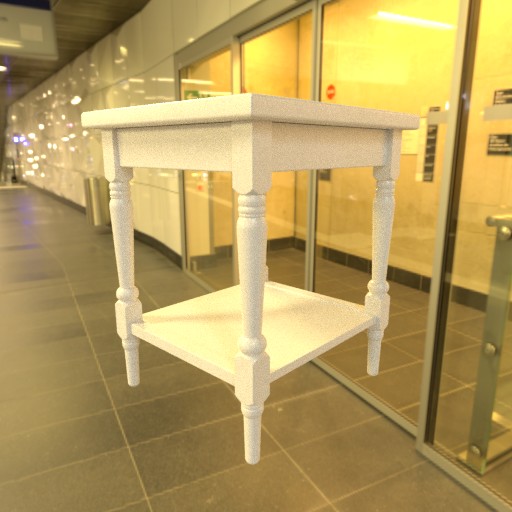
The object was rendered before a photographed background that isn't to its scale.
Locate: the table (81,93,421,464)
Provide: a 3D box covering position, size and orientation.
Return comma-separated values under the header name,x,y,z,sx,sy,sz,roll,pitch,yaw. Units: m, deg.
name,x,y,z,sx,sy,sz,roll,pitch,yaw
table,0.000,0.000,0.920,0.442,0.565,0.488,12,18,42
